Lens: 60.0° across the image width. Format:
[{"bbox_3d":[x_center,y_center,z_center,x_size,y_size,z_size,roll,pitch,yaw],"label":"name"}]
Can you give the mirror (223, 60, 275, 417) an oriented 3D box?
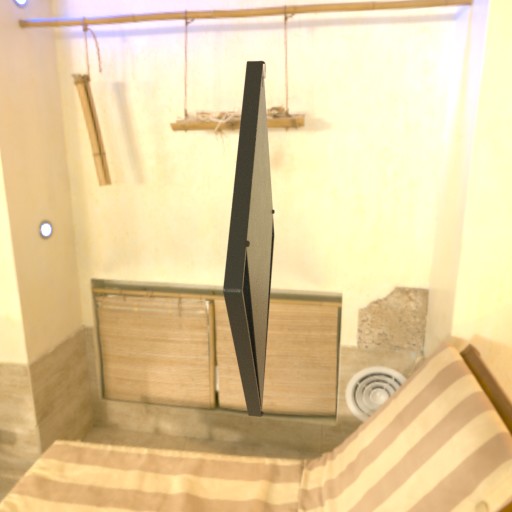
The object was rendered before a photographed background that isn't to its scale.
[{"bbox_3d":[0.000,0.000,0.831,0.032,0.679,0.419,2,14,8],"label":"mirror"}]
